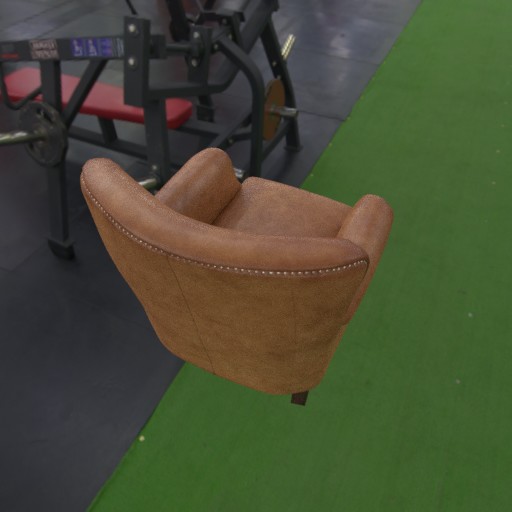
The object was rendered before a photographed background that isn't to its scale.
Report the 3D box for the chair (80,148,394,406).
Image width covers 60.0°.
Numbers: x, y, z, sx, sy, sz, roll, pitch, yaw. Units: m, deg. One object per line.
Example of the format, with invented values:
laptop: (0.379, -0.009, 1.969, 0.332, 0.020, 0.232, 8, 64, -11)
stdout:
chair: (0.000, 0.000, 1.636, 0.861, 0.936, 0.921, 21, 50, 19)
